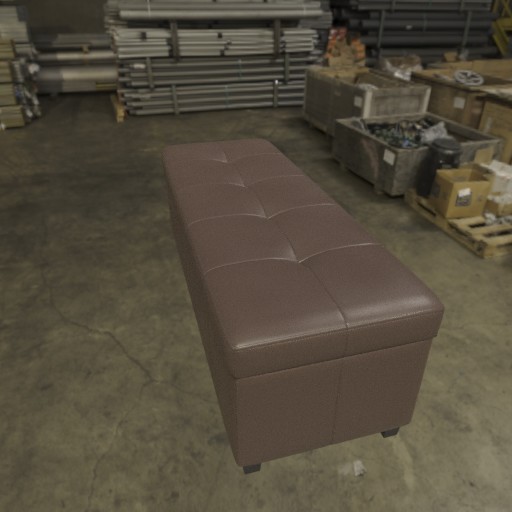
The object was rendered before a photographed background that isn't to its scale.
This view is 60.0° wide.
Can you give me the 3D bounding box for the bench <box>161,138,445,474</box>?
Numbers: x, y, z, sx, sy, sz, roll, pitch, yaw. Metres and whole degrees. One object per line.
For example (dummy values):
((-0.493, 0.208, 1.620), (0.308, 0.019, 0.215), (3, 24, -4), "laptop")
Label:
((0.000, 0.000, 1.394), (0.450, 0.417, 1.219), (-8, 31, -14), "bench")
